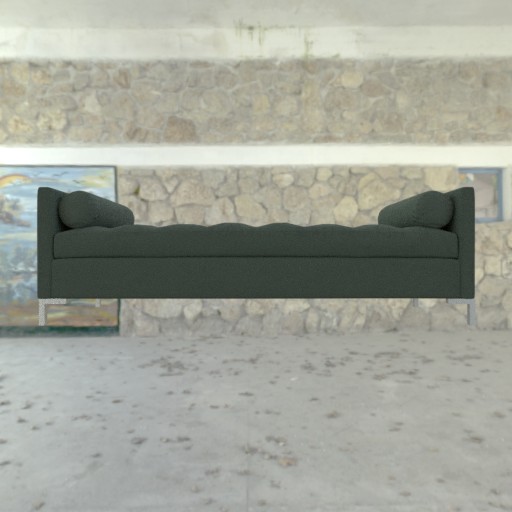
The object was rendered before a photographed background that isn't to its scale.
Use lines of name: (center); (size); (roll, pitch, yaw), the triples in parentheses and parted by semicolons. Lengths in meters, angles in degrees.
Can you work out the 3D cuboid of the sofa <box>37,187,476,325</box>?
sofa: (0.000, 0.000, 2.470); (2.102, 0.657, 0.797); (0, 0, 0)
